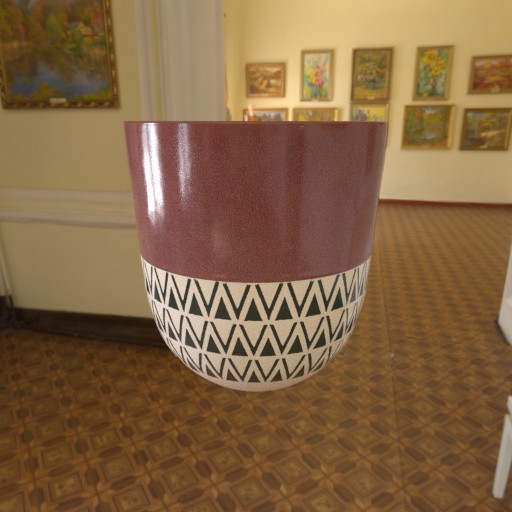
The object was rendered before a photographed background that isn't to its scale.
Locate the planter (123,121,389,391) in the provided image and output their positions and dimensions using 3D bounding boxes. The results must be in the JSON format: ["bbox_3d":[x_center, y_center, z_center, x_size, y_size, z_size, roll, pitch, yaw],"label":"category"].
[{"bbox_3d":[0.000,0.000,0.368,0.195,0.214,0.195,0,17,0],"label":"planter"}]
